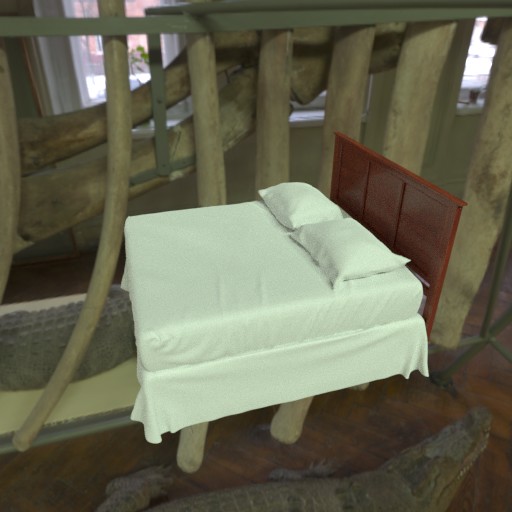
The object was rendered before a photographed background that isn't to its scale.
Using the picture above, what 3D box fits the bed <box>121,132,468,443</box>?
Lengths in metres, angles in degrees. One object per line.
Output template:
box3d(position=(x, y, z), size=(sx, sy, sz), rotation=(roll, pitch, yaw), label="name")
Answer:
box3d(position=(0.000, 0.000, 3.276), size=(2.050, 1.270, 1.870), rotation=(-9, 31, -15), label="bed")
